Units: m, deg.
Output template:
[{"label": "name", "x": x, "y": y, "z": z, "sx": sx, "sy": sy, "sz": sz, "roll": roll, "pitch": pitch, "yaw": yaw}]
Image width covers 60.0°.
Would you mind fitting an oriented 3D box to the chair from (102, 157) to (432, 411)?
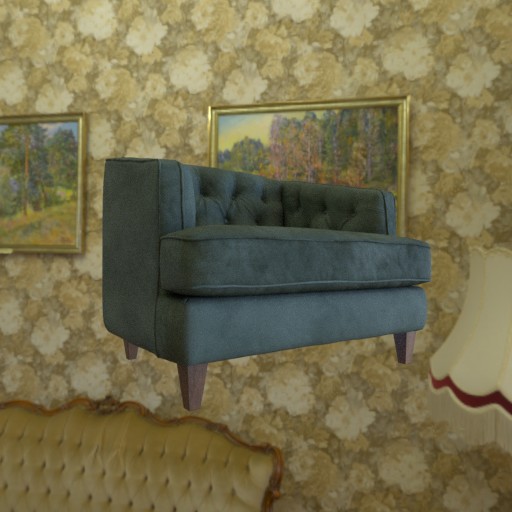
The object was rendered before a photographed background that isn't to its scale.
[{"label": "chair", "x": 0.000, "y": 0.000, "z": 1.783, "sx": 1.104, "sy": 0.852, "sz": 0.941, "roll": 0, "pitch": -1, "yaw": -35}]
